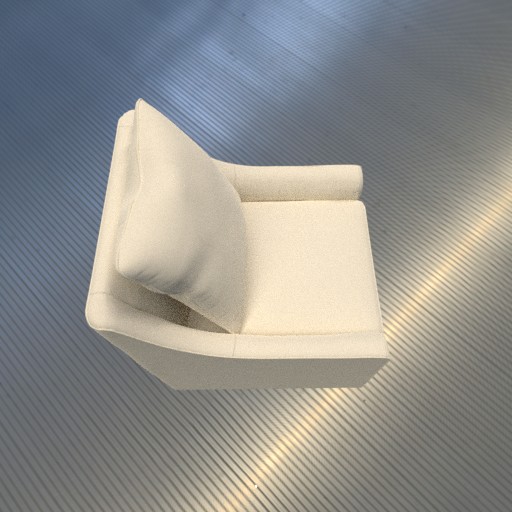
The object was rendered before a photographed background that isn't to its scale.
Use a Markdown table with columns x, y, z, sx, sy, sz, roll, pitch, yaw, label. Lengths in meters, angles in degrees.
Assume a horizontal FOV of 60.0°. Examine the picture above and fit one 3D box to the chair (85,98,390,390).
| x | y | z | sx | sy | sz | roll | pitch | yaw | label |
| --- | --- | --- | --- | --- | --- | --- | --- | --- | --- |
| 0.000 | 0.000 | 1.575 | 0.876 | 0.965 | 0.756 | -1 | 63 | 0 | chair |
